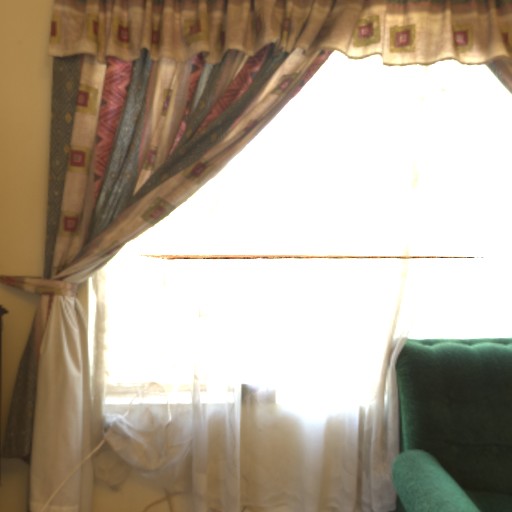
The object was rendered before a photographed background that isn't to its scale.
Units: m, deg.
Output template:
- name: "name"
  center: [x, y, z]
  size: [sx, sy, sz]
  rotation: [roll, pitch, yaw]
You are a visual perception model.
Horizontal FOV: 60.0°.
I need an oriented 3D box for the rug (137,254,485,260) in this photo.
- name: "rug"
  center: [0.000, 0.000, 3.144]
  size: [1.523, 0.010, 2.584]
  rotation: [0, 0, -18]
